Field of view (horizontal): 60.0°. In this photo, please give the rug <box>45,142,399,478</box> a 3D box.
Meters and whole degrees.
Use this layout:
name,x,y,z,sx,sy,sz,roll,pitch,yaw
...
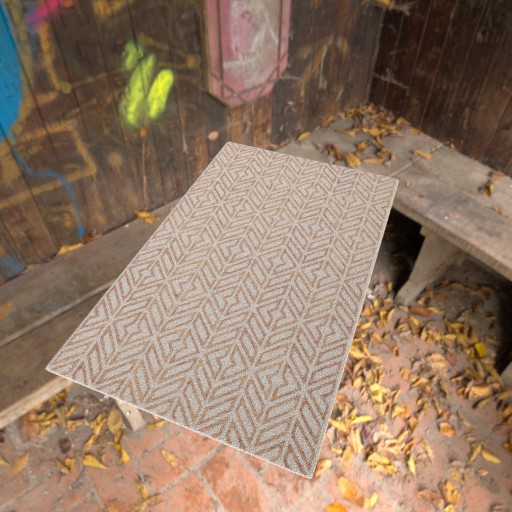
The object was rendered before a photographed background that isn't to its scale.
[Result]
name,x,y,z,sx,sy,sz,roll,pitch,yaw
rug,0.000,0.000,3.006,1.523,0.008,2.438,16,49,15
